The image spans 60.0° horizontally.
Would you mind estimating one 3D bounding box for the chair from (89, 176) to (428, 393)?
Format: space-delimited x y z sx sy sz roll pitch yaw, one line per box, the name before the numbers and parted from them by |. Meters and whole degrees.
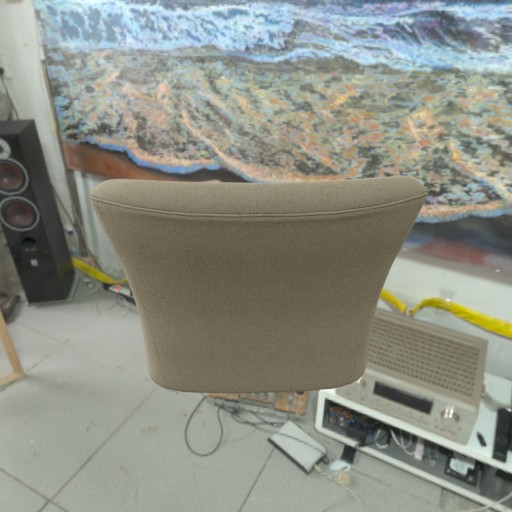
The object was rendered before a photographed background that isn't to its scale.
chair | 0.000 0.000 1.577 0.864 0.856 0.923 -1 30 -1
